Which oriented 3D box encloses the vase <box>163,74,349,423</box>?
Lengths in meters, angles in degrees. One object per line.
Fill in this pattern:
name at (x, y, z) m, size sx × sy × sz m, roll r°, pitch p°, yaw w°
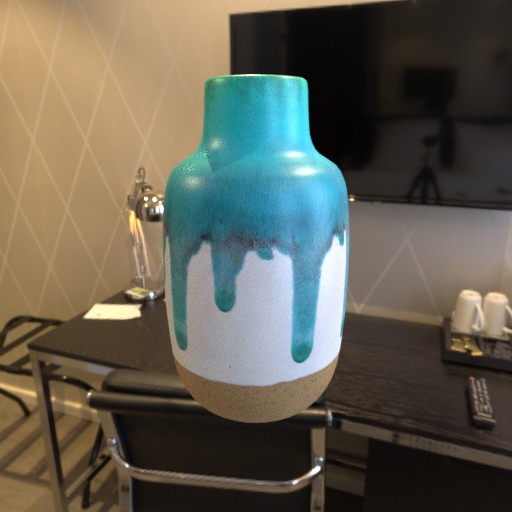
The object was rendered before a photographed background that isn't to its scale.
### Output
vase at (0.000, 0.000, 0.258) m, size 0.106 × 0.192 × 0.106 m, roll 0°, pitch 17°, yaw 0°
